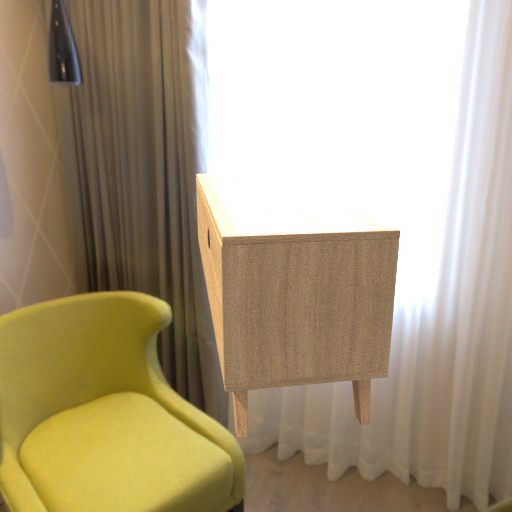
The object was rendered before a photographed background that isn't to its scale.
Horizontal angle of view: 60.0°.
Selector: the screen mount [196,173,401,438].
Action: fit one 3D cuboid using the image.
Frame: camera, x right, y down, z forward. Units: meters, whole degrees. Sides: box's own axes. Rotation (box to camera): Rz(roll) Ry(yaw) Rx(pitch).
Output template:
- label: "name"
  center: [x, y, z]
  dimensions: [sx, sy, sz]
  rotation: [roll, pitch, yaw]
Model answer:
- label: "screen mount"
  center: [0.000, 0.000, 1.728]
  dimensions: [0.401, 0.509, 1.500]
  rotation: [-3, 16, -9]
